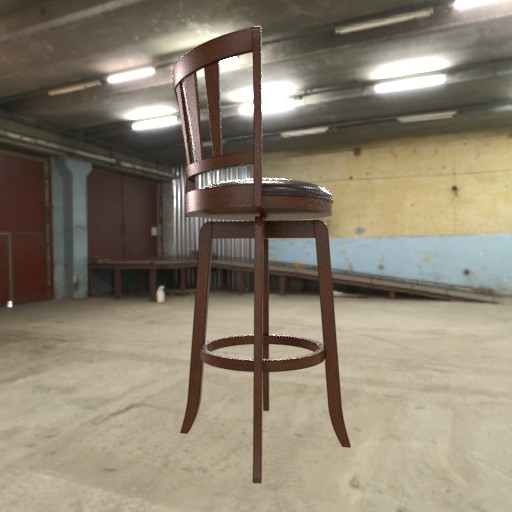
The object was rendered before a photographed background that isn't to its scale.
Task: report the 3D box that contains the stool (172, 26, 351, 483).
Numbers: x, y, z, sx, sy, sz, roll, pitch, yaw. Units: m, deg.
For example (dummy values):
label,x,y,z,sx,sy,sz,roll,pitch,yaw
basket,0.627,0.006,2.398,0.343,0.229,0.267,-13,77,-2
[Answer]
label,x,y,z,sx,sy,sz,roll,pitch,yaw
stool,0.000,0.000,1.406,0.503,1.177,0.464,0,0,-37
